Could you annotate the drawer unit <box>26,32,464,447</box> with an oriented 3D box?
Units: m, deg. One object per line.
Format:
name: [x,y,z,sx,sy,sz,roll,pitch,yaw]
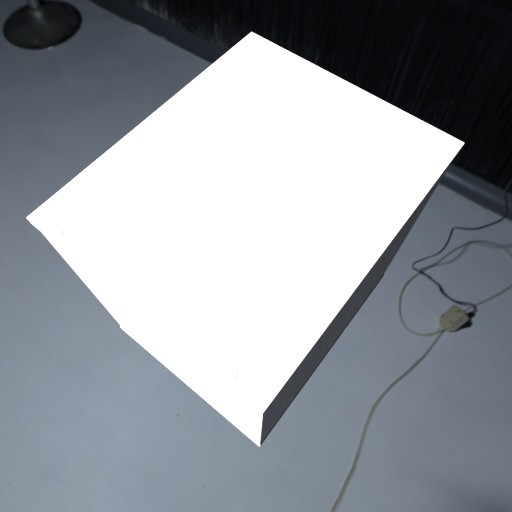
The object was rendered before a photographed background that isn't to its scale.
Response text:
drawer unit: [0.000,0.000,0.602,0.290,0.344,0.349,35,68,17]
